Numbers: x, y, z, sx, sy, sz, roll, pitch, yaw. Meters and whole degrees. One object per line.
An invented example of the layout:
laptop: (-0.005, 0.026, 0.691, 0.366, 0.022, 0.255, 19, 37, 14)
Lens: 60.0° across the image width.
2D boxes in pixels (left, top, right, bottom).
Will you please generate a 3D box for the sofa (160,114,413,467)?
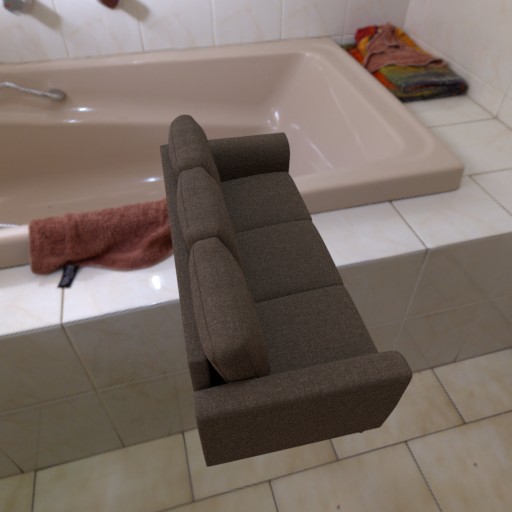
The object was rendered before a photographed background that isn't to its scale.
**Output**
sofa: (0.000, 0.000, 2.345, 0.837, 0.891, 1.847, -9, 45, -9)
